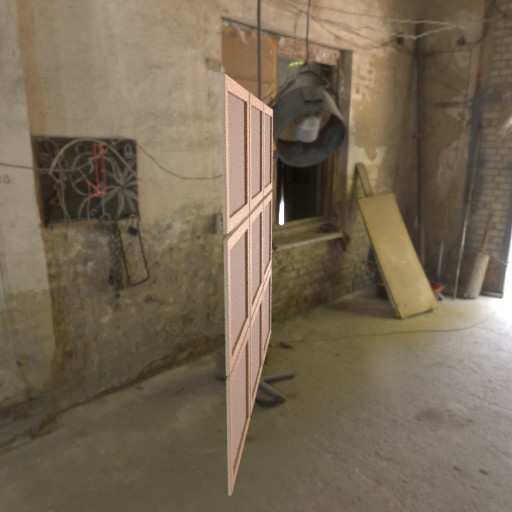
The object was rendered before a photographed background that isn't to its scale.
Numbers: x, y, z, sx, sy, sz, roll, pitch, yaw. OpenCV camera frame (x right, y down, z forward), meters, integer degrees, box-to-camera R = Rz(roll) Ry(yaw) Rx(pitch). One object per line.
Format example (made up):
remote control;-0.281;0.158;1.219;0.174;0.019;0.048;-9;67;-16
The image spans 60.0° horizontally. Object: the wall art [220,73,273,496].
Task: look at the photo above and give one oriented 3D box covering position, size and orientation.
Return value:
wall art;0.000;0.000;2.237;0.014;1.507;1.519;2;14;7
